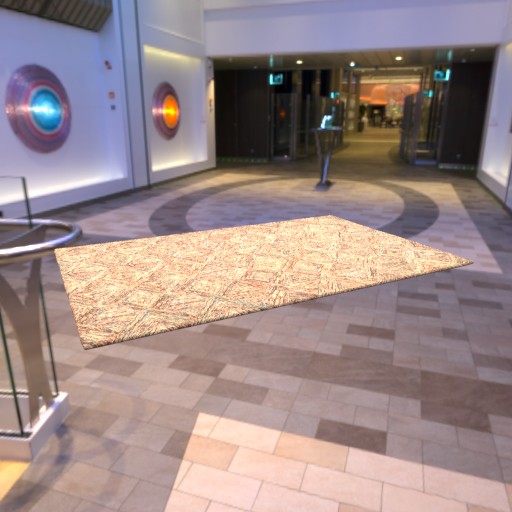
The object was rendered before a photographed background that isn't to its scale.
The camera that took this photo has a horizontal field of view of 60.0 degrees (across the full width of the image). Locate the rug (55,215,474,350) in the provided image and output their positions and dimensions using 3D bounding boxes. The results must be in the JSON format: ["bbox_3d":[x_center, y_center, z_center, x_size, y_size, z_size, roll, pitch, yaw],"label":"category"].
[{"bbox_3d":[0.000,0.000,2.192,1.761,0.014,1.143,-9,20,-26],"label":"rug"}]
